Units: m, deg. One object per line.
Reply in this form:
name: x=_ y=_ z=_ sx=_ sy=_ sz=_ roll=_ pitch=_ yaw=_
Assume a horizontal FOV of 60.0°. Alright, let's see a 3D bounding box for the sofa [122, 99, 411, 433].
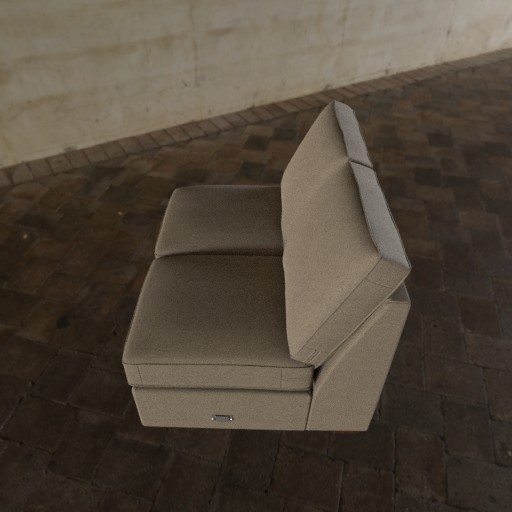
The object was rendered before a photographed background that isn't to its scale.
sofa: x=0.000 y=0.000 z=2.032 sx=0.978 sy=1.006 sz=1.232 roll=1 pitch=40 yaw=1
